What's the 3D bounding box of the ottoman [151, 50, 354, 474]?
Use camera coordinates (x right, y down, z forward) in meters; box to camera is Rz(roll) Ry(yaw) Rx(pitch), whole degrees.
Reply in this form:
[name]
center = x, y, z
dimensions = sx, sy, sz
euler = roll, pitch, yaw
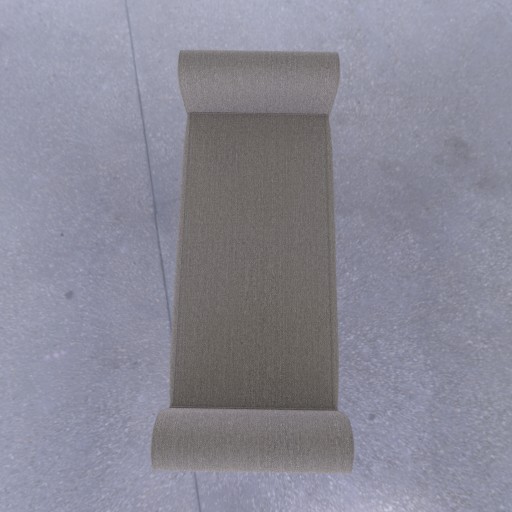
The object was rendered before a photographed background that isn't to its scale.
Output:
[ottoman]
center = 0.000, 0.000, 1.498
dimensions = 0.521, 0.547, 1.256
euler = 1, 75, 0
